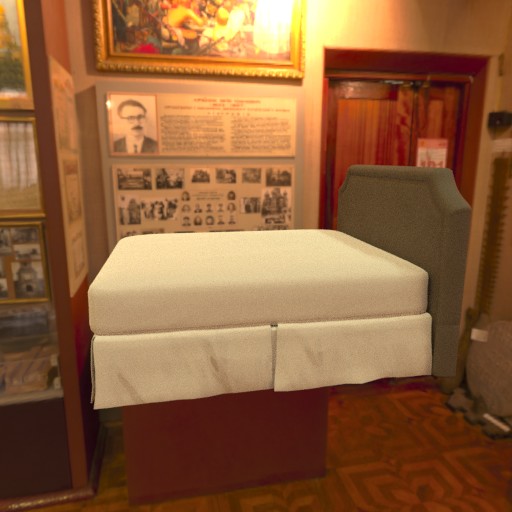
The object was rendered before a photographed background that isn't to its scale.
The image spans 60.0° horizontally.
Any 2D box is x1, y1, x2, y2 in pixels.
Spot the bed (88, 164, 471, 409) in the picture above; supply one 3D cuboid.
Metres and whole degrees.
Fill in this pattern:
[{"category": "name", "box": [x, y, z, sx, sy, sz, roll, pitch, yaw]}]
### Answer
[{"category": "bed", "box": [0.000, 0.000, 3.267, 2.181, 1.297, 1.831, -2, 13, -10]}]
